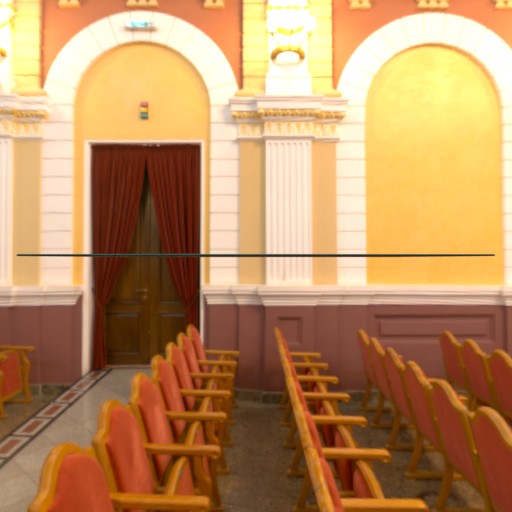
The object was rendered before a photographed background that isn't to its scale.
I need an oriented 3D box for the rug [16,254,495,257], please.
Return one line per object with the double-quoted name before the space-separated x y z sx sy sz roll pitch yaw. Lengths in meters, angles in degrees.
"rug" 0.000 0.000 3.925 3.044 0.015 2.226 0 0 0
